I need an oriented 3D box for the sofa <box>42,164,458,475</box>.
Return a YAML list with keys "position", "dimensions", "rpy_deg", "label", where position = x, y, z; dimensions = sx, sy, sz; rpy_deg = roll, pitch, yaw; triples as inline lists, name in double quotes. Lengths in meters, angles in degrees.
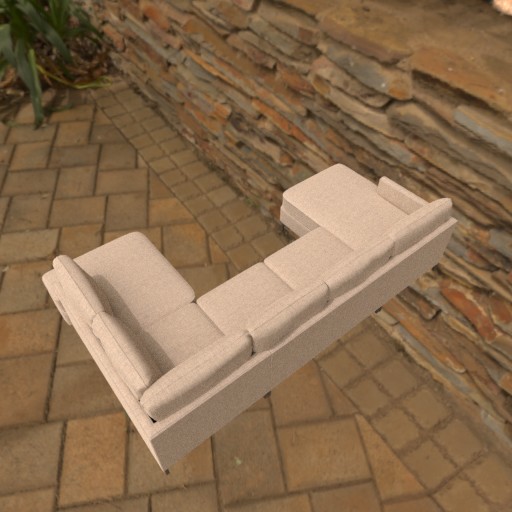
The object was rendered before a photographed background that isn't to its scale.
- position: [0.000, 0.000, 4.239]
  dimensions: [3.423, 0.996, 2.021]
  rpy_deg: [-30, 54, -25]
  label: "sofa"
